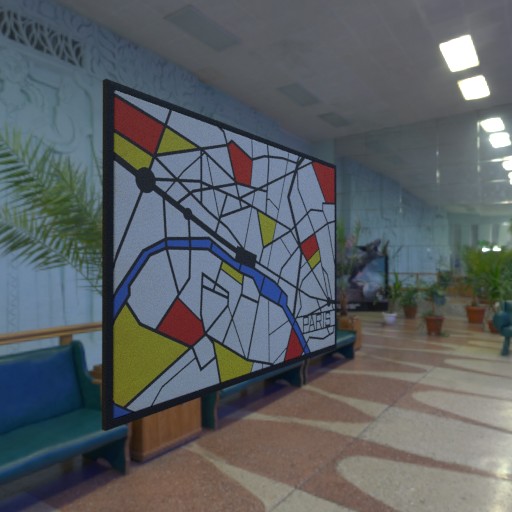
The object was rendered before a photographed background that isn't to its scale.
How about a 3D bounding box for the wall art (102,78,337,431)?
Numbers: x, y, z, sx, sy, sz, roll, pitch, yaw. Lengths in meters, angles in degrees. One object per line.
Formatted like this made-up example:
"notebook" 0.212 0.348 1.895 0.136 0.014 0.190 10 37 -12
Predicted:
"wall art" 0.000 0.000 1.226 0.013 0.665 0.963 0 -1 37
